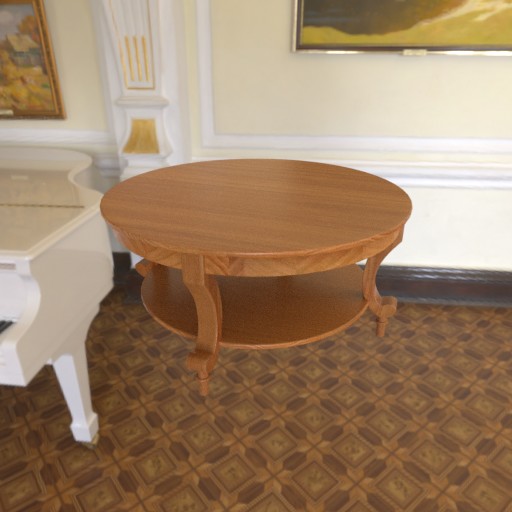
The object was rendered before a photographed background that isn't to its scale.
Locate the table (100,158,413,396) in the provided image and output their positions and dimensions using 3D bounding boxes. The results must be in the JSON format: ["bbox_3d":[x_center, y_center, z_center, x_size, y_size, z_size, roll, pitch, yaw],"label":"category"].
[{"bbox_3d":[0.000,0.000,1.623,1.029,0.490,1.029,0,25,0],"label":"table"}]
